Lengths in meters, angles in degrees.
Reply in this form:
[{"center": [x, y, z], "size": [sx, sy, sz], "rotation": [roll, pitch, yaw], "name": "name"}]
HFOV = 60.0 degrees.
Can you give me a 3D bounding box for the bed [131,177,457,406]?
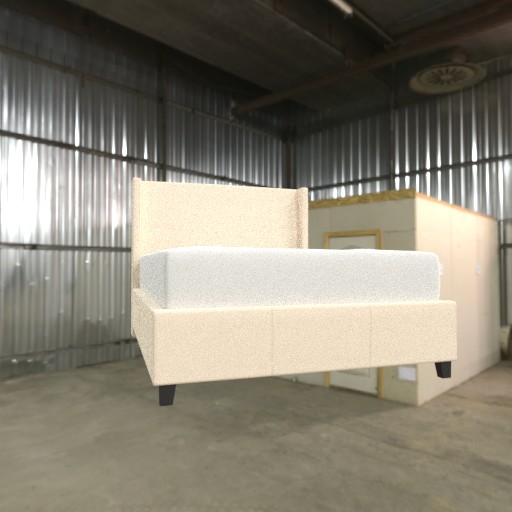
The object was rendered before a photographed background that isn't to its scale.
[{"center": [0.000, 0.000, 3.435], "size": [1.765, 1.471, 2.280], "rotation": [0, -1, -18], "name": "bed"}]
